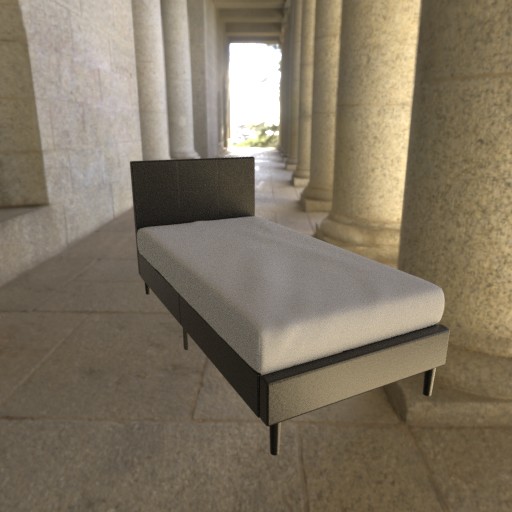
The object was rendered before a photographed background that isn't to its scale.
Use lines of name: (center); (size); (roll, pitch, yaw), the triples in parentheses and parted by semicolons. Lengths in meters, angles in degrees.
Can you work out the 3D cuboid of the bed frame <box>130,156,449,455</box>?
bed frame: (0.000, 0.000, 2.610); (1.038, 1.046, 2.152); (-9, 19, -27)
